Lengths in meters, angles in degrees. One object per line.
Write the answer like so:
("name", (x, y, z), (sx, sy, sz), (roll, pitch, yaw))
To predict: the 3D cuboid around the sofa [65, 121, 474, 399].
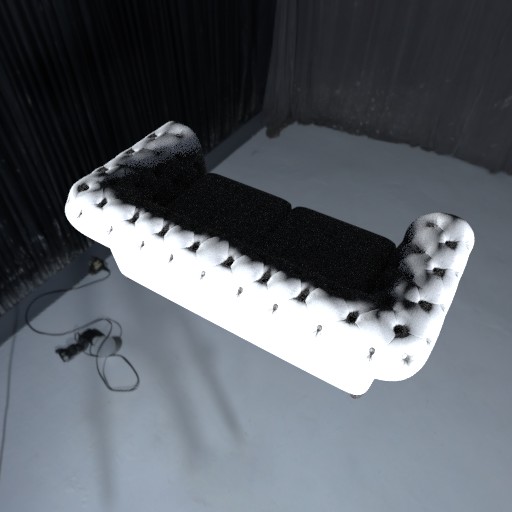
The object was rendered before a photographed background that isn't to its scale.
("sofa", (0.000, 0.000, 2.470), (1.998, 0.764, 0.986), (24, 51, 21))
